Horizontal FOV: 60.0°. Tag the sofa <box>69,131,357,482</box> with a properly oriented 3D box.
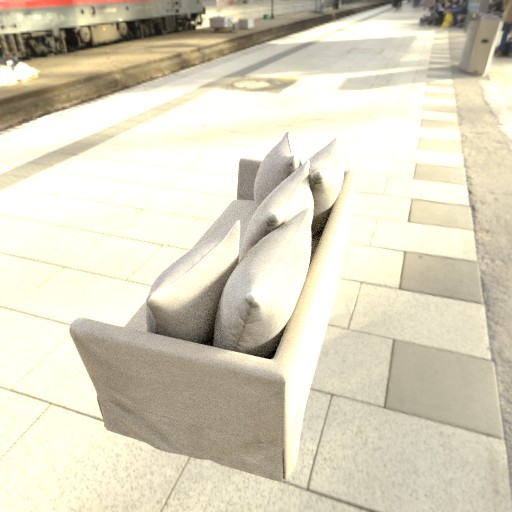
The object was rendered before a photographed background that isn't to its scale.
[{"bbox_3d":[0.000,0.000,2.812,1.031,1.034,2.290,9,33,15],"label":"sofa"}]
